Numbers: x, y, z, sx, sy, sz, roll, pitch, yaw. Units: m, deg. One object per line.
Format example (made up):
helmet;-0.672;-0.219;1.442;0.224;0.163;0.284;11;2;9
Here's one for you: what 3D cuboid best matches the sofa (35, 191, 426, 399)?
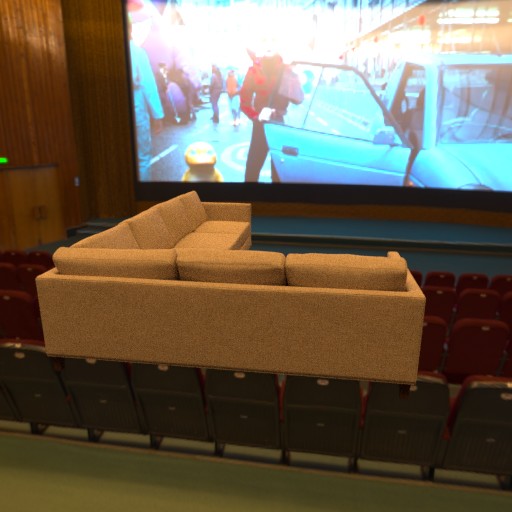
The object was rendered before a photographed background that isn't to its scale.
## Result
sofa;0.000;0.000;4.240;2.432;0.863;3.182;2;16;8
